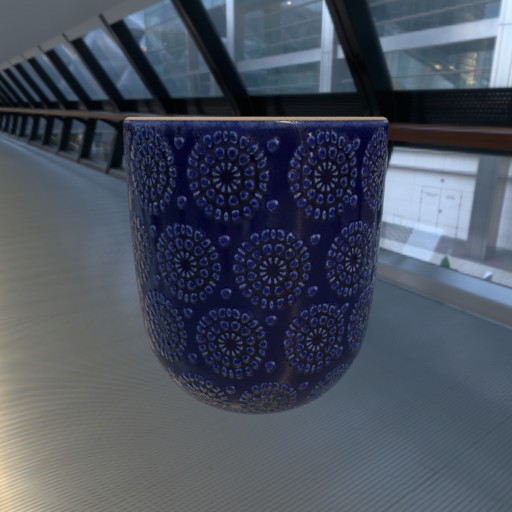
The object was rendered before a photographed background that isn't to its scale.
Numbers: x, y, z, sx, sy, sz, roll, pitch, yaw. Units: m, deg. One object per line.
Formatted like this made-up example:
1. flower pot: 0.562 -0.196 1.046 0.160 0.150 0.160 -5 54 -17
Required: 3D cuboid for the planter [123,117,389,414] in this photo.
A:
1. planter: 0.000 0.000 0.345 0.184 0.206 0.184 0 17 0
